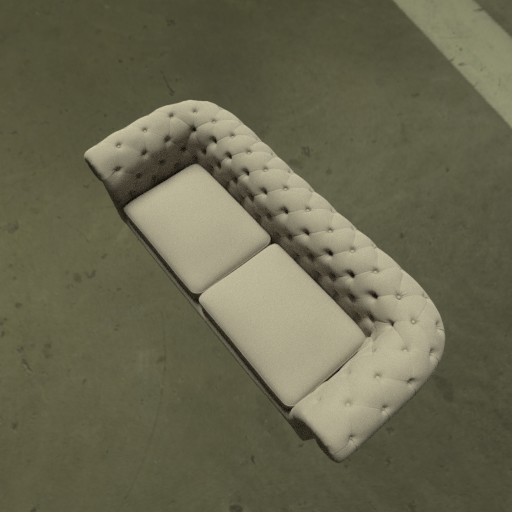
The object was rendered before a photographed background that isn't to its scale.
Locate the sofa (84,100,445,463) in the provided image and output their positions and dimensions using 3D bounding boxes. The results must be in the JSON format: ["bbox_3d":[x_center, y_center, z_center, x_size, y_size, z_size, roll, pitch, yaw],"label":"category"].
[{"bbox_3d":[0.000,0.000,2.839,0.991,0.749,2.411,-36,68,-17],"label":"sofa"}]
